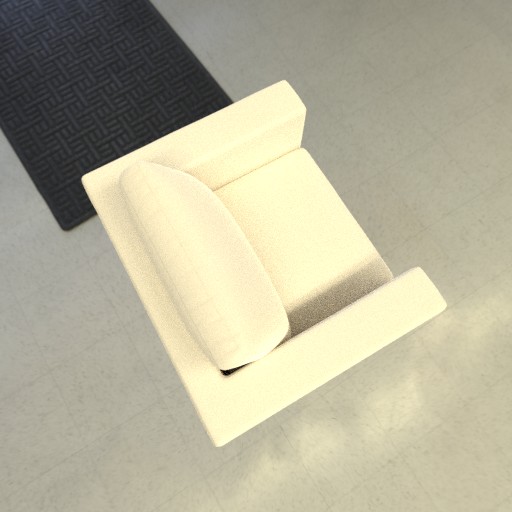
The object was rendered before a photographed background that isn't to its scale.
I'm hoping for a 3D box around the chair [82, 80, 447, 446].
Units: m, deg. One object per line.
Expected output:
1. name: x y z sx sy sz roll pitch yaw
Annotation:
1. chair: 0.000 0.000 1.821 0.957 0.878 1.150 -29 74 -9
